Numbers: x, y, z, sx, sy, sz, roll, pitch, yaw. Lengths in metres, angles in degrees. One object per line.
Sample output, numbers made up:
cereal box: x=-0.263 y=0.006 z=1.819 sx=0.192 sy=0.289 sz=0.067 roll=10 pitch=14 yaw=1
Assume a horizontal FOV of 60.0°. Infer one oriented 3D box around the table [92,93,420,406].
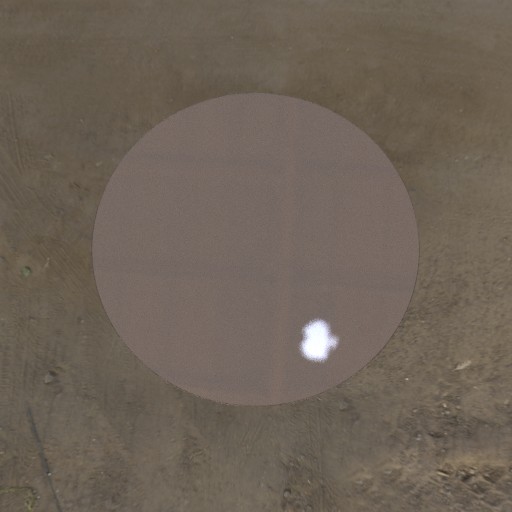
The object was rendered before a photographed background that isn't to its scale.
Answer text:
table: x=0.000 y=0.000 z=1.275 sx=0.800 sy=0.400 sz=0.800 roll=0 pitch=75 yaw=0
